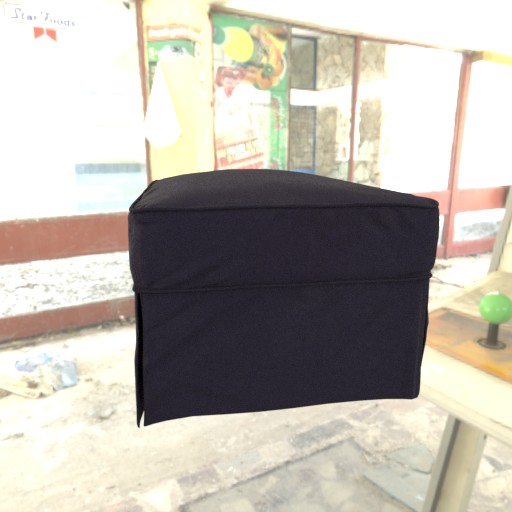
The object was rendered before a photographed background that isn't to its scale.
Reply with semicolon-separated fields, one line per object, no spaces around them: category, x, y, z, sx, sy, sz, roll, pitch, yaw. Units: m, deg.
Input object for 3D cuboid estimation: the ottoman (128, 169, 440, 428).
ottoman;0.000;0.000;1.316;0.637;0.503;0.938;-2;13;-9
